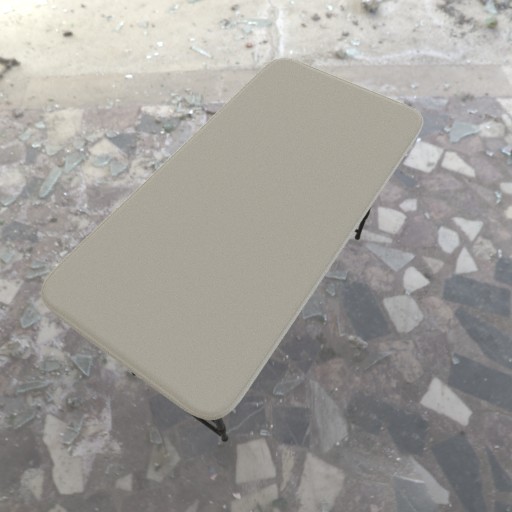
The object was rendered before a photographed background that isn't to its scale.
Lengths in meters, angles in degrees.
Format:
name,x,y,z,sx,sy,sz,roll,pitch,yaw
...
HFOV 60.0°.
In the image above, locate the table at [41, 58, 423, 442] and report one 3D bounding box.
name,x,y,z,sx,sy,sz,roll,pitch,yaw
table,0.000,0.000,1.636,0.610,0.737,1.219,30,63,17
